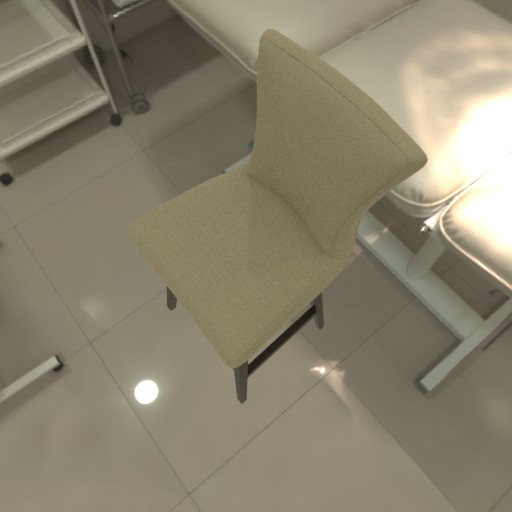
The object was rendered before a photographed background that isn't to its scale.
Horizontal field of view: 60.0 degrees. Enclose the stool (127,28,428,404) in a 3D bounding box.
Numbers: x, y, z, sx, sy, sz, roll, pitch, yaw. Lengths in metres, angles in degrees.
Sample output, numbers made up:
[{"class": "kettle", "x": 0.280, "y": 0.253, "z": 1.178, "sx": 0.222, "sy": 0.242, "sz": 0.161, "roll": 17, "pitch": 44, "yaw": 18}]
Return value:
[{"class": "stool", "x": 0.000, "y": 0.000, "z": 1.388, "sx": 0.574, "sy": 1.086, "sz": 0.514, "roll": -36, "pitch": 69, "yaw": -16}]
